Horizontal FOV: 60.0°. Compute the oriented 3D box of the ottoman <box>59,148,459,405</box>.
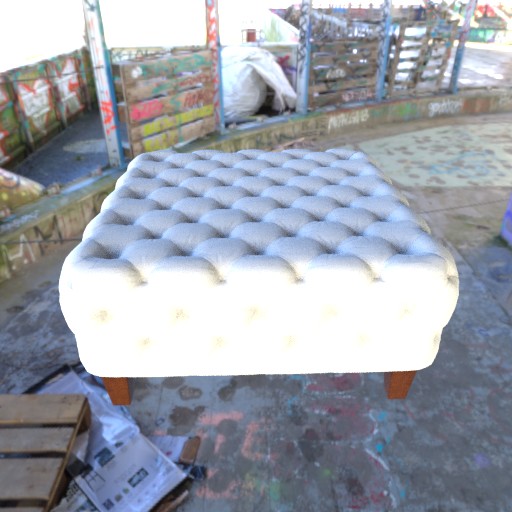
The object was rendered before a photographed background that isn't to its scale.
[{"bbox_3d":[0.000,0.000,1.179,0.755,0.376,0.753,-1,30,-1],"label":"ottoman"}]
